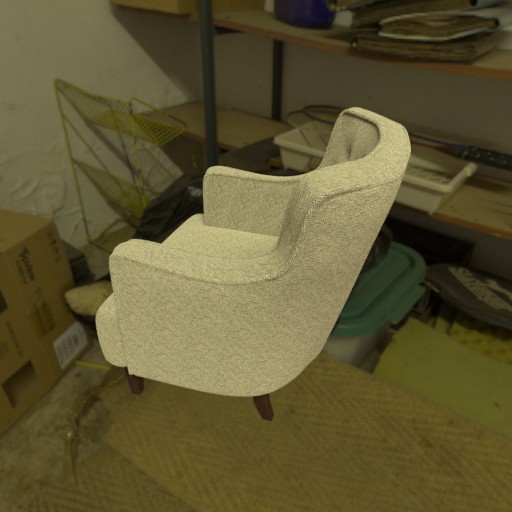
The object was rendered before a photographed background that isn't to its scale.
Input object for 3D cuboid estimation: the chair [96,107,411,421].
[{"bbox_3d":[0.000,0.000,1.606,0.910,0.920,0.820,9,32,15],"label":"chair"}]
